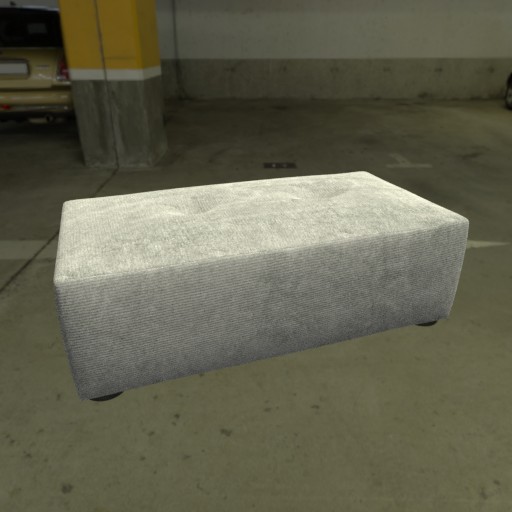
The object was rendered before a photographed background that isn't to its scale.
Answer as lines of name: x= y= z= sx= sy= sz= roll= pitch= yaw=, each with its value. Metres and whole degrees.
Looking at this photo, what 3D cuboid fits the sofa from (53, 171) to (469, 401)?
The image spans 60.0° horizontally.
sofa: x=0.000 y=0.000 z=1.154 sx=0.930 sy=0.330 sz=0.480 roll=-9 pitch=27 yaw=-17
